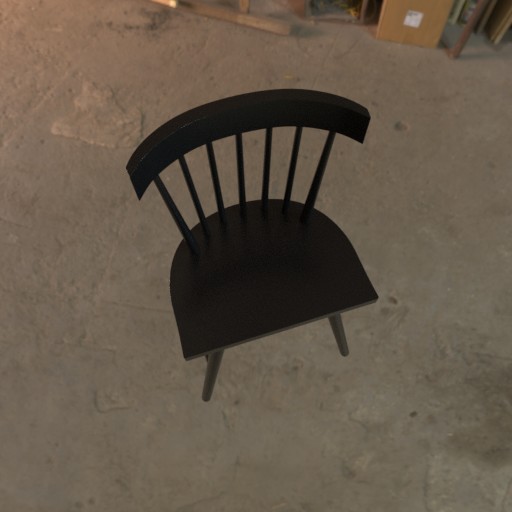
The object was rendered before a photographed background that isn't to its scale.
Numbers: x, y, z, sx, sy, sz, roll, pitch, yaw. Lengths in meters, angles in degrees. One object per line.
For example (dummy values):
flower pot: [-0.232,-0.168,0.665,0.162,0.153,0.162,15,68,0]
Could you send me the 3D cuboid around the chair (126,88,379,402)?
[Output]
chair: [0.000,0.000,1.171,0.506,0.844,0.483,-16,64,-8]
